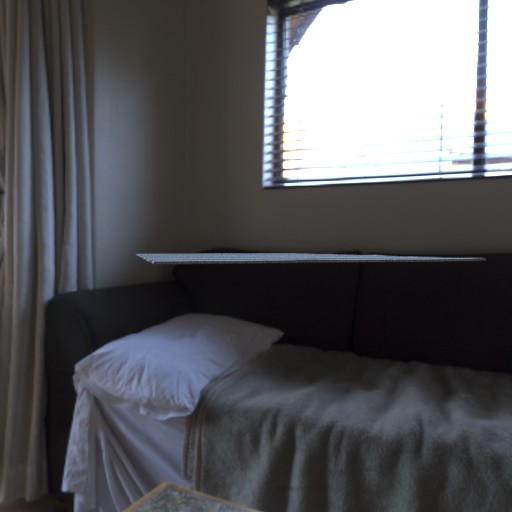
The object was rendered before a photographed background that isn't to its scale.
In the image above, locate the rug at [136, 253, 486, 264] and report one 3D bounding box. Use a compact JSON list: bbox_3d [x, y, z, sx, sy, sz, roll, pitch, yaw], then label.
[{"bbox_3d":[0.000,0.000,3.017,1.521,0.015,2.436,0,1,-17],"label":"rug"}]
